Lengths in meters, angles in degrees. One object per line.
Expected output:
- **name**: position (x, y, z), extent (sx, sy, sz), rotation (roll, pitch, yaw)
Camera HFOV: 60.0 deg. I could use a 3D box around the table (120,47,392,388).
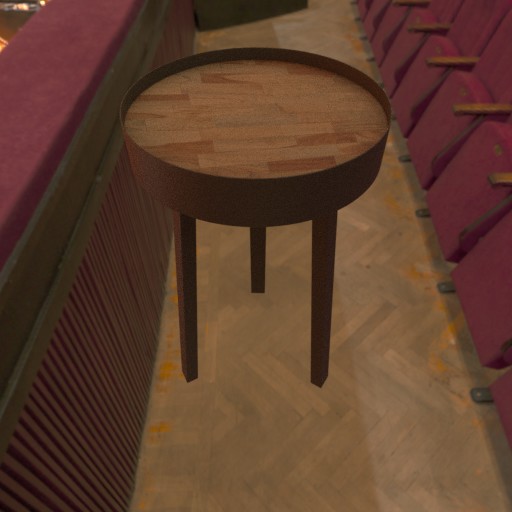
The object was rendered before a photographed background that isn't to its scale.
- **table**: position (0.000, 0.000, 0.921), extent (0.406, 0.686, 0.406), rotation (2, 46, 2)
